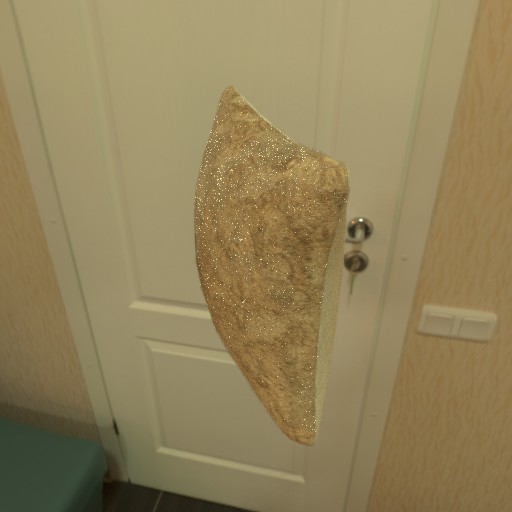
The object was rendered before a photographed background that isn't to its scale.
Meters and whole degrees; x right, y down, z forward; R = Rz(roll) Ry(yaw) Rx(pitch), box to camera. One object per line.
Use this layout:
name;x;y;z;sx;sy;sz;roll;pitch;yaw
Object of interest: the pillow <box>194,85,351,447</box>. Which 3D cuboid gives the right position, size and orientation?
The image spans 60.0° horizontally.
pillow;0.000;0.000;0.825;0.216;0.525;0.538;-9;32;-14
